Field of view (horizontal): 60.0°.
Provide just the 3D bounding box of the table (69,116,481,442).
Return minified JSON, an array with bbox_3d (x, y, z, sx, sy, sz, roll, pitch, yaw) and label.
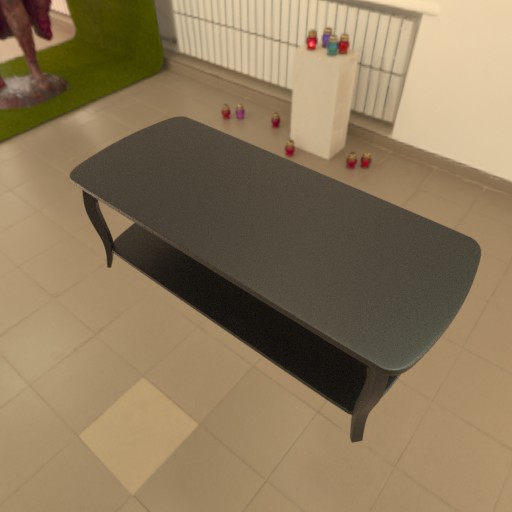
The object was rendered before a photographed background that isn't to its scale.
[{"bbox_3d":[0.000,0.000,1.583,1.333,0.457,0.571,29,52,26],"label":"table"}]
